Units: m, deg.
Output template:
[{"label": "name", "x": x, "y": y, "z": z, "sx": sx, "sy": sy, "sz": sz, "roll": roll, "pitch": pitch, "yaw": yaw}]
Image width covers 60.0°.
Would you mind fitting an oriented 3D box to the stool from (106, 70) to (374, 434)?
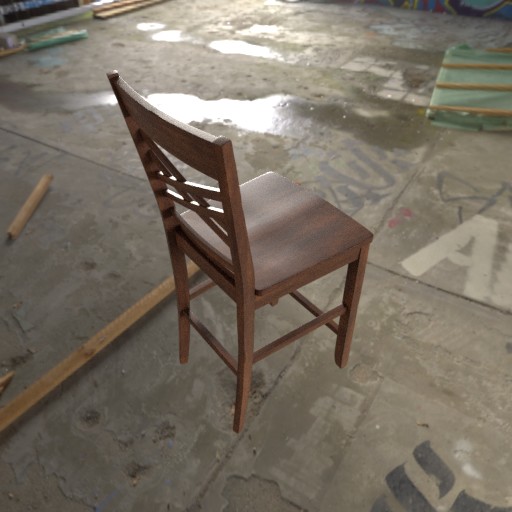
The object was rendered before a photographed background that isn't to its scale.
[{"label": "stool", "x": 0.000, "y": 0.000, "z": 1.348, "sx": 0.539, "sy": 1.079, "sz": 0.462, "roll": -27, "pitch": 48, "yaw": -28}]
